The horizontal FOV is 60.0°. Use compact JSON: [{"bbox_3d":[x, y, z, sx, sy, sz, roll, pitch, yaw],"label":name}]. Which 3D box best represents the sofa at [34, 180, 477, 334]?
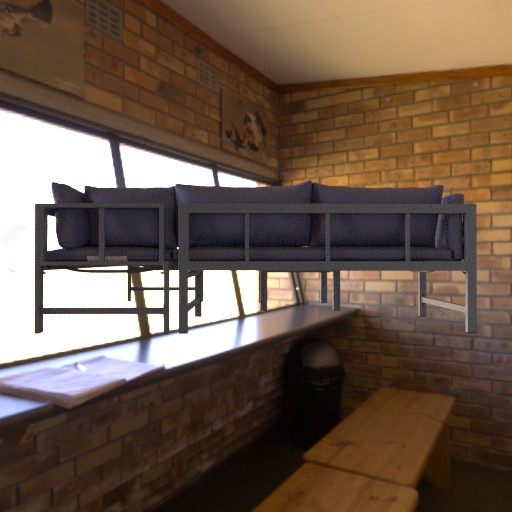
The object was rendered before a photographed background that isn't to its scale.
[{"bbox_3d":[0.000,0.000,2.970,2.149,0.762,1.658,0,0,-1],"label":"sofa"}]
